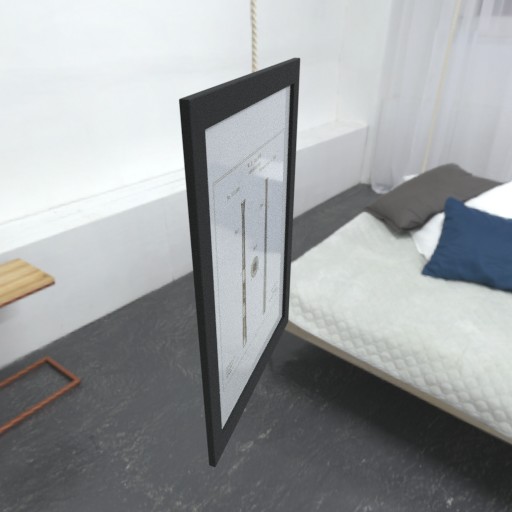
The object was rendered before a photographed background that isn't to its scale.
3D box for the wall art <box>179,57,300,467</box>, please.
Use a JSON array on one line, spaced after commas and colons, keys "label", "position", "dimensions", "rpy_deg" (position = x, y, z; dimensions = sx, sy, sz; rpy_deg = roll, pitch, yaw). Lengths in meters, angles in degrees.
[{"label": "wall art", "position": [0.000, 0.000, 0.687], "dimensions": [0.012, 0.529, 0.374], "rpy_deg": [10, 31, 18]}]
